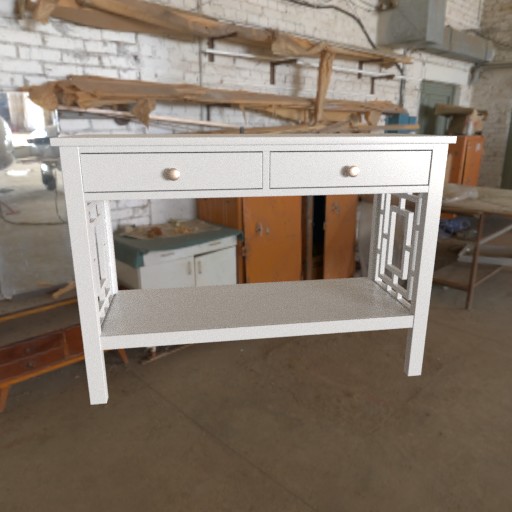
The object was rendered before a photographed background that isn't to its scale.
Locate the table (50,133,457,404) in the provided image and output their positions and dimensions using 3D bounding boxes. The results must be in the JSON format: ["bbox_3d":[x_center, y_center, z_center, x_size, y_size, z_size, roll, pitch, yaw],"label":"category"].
[{"bbox_3d":[0.000,0.000,1.432,1.068,0.753,0.397,-3,17,-9],"label":"table"}]
